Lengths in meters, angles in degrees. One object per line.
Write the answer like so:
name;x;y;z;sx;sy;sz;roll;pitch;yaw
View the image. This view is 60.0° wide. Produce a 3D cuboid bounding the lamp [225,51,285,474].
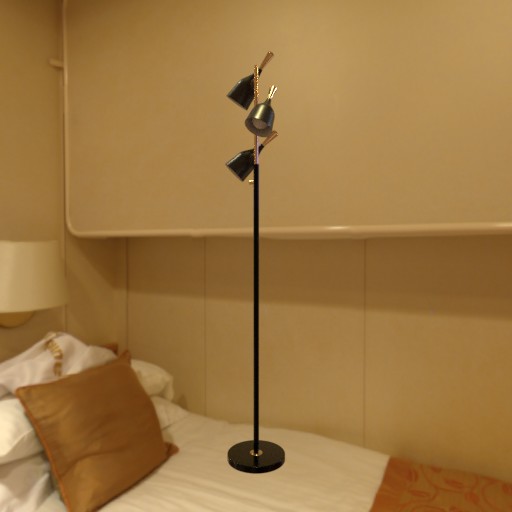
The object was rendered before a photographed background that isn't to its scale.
lamp;0.000;0.000;1.919;0.253;1.778;0.434;0;2;-17
